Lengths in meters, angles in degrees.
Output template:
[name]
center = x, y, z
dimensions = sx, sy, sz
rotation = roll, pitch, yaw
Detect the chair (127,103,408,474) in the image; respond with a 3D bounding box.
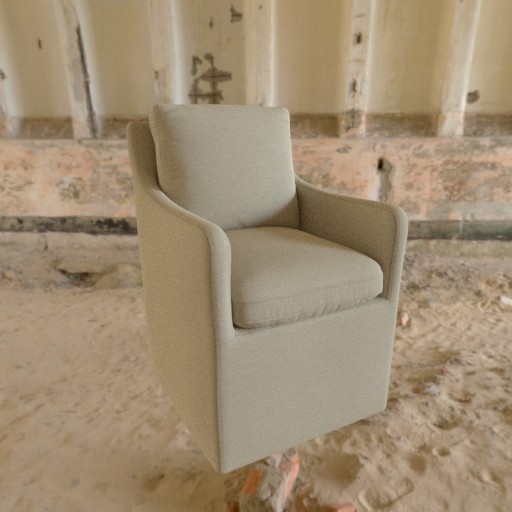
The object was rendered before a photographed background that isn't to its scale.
[chair]
center = 0.000, 0.000, 1.386
dimensions = 0.626, 0.914, 0.694
rotation = -9, 18, -27
